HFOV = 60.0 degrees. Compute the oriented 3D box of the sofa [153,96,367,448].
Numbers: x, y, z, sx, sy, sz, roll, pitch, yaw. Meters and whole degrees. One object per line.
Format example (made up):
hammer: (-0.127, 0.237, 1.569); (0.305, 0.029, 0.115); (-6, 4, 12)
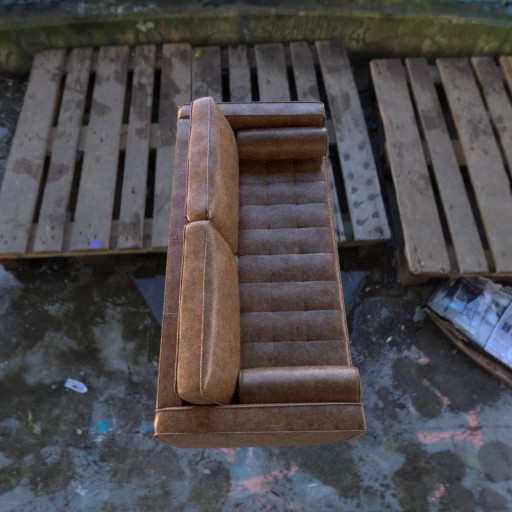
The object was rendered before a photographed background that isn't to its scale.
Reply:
sofa: (0.000, 0.000, 2.454); (0.924, 0.825, 1.920); (-1, 62, -1)
